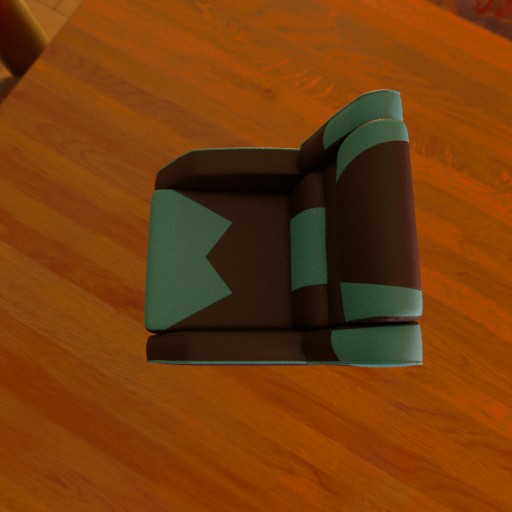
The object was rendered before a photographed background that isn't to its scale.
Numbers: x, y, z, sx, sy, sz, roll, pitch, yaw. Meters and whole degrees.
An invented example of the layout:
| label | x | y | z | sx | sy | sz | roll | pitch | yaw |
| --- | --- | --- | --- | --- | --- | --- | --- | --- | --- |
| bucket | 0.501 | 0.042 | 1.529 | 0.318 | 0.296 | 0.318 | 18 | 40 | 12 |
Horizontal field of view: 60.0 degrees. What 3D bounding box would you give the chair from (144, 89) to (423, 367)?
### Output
| label | x | y | z | sx | sy | sz | roll | pitch | yaw |
| --- | --- | --- | --- | --- | --- | --- | --- | --- | --- |
| chair | 0.000 | 0.000 | 1.289 | 0.672 | 0.805 | 0.620 | 0 | 77 | 0 |
